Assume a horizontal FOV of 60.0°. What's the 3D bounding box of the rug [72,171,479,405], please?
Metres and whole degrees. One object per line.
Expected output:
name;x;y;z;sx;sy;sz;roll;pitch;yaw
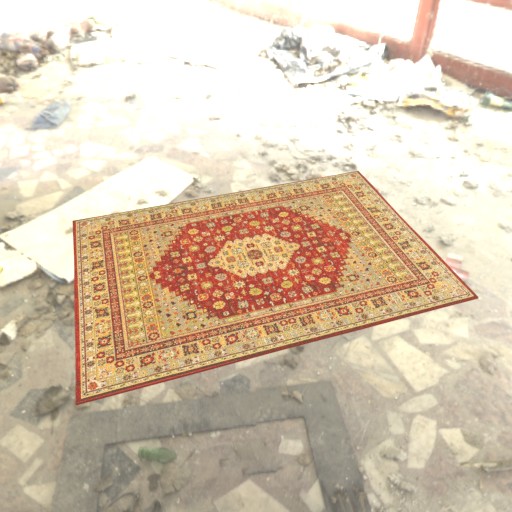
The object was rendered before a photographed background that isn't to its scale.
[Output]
rug;0.000;0.000;2.290;1.802;0.013;1.194;-12;43;-13
